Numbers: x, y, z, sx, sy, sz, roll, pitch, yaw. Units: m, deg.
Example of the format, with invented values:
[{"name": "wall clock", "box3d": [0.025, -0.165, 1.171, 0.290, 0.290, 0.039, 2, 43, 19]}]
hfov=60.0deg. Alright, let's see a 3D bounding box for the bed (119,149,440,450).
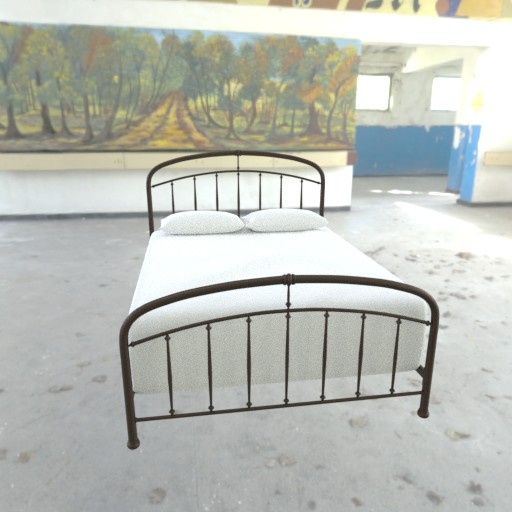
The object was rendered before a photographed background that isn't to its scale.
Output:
[{"name": "bed", "box3d": [0.000, 0.000, 3.271, 1.711, 1.425, 2.180, -3, 17, -9]}]
